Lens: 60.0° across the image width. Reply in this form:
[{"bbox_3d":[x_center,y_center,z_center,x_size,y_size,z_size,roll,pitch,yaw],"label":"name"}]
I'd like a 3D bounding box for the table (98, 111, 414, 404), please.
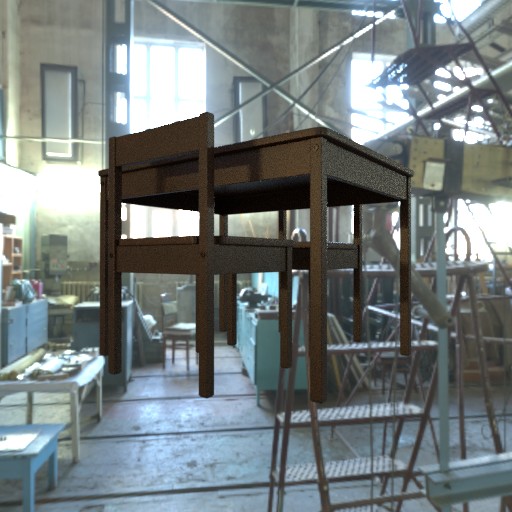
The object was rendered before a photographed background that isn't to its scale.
[{"bbox_3d":[0.000,0.000,1.126,0.650,0.503,0.672,0,0,37],"label":"table"}]
